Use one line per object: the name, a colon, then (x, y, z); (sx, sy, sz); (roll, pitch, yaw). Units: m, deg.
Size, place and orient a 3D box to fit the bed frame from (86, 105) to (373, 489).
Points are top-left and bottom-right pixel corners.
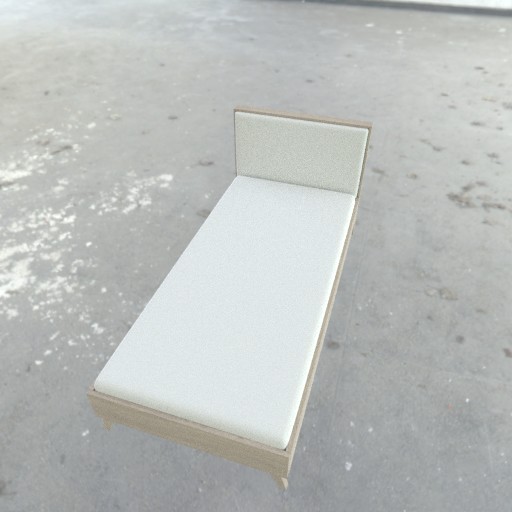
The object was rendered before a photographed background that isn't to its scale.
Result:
bed frame: (0.000, 0.000, 2.671); (0.990, 0.920, 2.140); (12, 42, 14)
